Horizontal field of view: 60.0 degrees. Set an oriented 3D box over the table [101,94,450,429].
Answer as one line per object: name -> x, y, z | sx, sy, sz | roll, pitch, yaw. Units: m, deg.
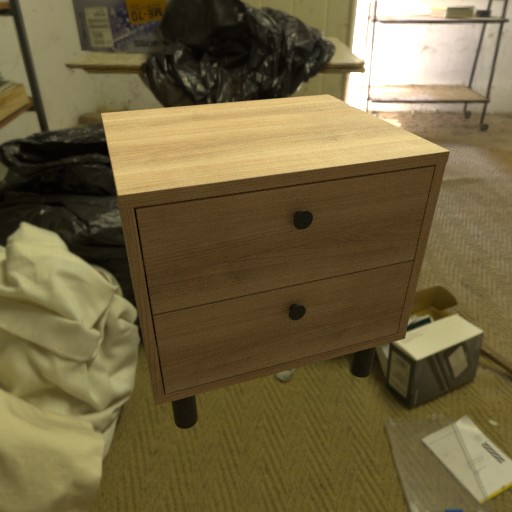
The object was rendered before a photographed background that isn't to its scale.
table -> 0.000, 0.000, 0.812 | 0.445, 0.460, 0.380 | -11, 34, -16
